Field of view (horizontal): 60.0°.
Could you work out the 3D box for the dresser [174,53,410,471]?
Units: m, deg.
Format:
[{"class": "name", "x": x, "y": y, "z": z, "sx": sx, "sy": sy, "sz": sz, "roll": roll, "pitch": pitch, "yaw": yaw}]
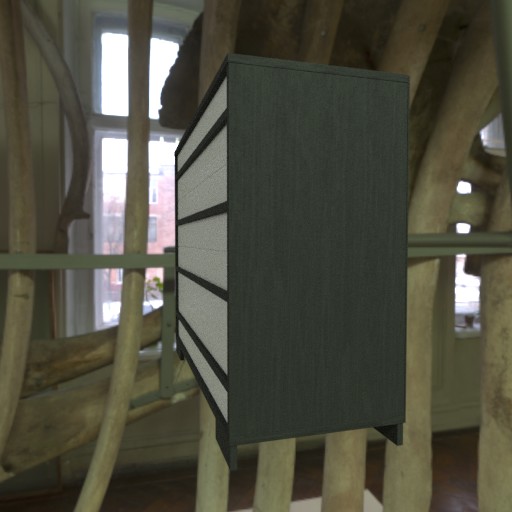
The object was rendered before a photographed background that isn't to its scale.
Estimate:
[{"class": "dresser", "x": 0.000, "y": 0.000, "z": 1.394, "sx": 0.404, "sy": 0.816, "sz": 0.994, "roll": -1, "pitch": 2, "yaw": -16}]
